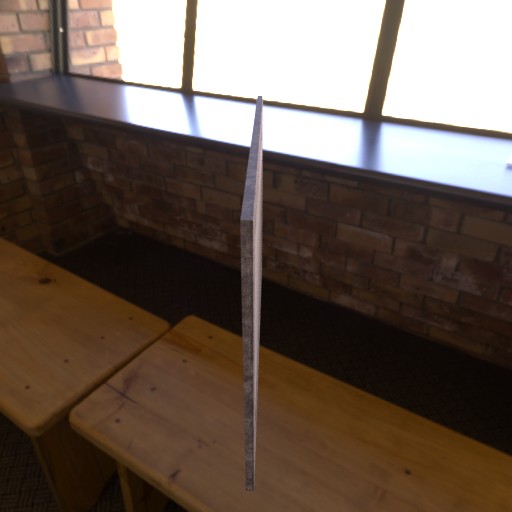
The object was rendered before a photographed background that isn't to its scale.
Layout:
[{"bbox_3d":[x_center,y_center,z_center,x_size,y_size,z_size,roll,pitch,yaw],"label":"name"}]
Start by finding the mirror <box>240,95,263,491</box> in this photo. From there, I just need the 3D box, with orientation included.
[{"bbox_3d":[0.000,0.000,1.446,0.022,0.795,1.101,1,31,1],"label":"mirror"}]
